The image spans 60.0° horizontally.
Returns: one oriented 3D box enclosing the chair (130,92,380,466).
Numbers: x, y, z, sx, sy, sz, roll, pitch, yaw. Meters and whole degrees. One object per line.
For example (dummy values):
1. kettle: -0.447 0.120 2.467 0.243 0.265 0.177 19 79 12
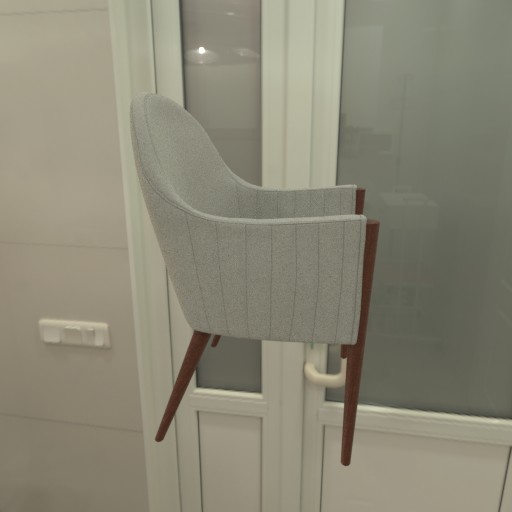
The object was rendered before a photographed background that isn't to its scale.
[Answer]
1. chair: 0.000 0.000 1.271 0.620 0.889 0.610 3 16 10
